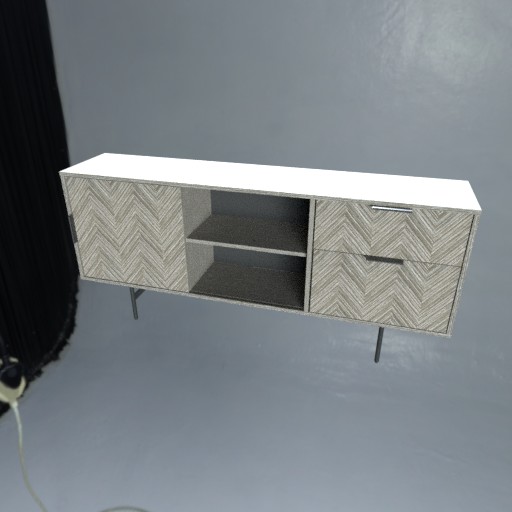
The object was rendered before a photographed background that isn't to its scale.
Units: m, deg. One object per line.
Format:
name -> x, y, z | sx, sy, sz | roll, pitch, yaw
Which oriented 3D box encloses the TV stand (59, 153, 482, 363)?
TV stand -> 0.000, 0.000, 2.154 | 1.804, 0.787, 0.405 | 7, 28, 14
